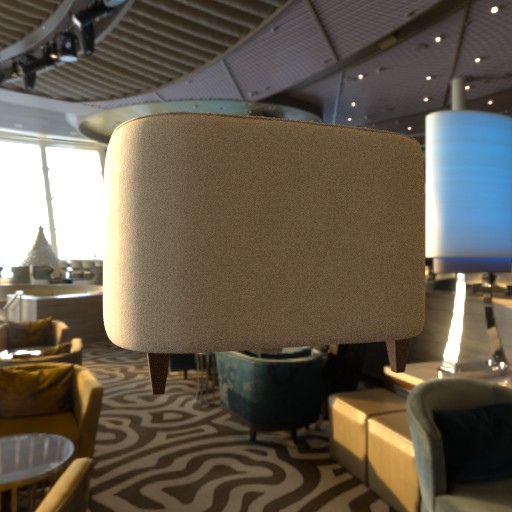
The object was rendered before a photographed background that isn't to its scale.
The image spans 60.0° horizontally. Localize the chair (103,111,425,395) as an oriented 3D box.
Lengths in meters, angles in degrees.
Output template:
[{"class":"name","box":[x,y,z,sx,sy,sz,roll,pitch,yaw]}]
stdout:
[{"class":"chair","box":[0.000,0.000,1.705,1.118,0.787,0.914,0,-1,-18]}]
